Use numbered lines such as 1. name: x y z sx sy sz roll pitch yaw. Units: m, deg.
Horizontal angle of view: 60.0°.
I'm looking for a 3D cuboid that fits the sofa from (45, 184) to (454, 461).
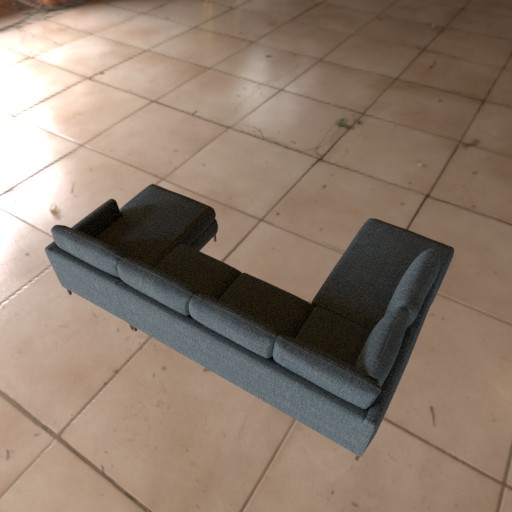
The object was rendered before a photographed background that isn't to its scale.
1. sofa: 0.000 0.000 3.595 2.737 0.753 1.879 24 50 21
